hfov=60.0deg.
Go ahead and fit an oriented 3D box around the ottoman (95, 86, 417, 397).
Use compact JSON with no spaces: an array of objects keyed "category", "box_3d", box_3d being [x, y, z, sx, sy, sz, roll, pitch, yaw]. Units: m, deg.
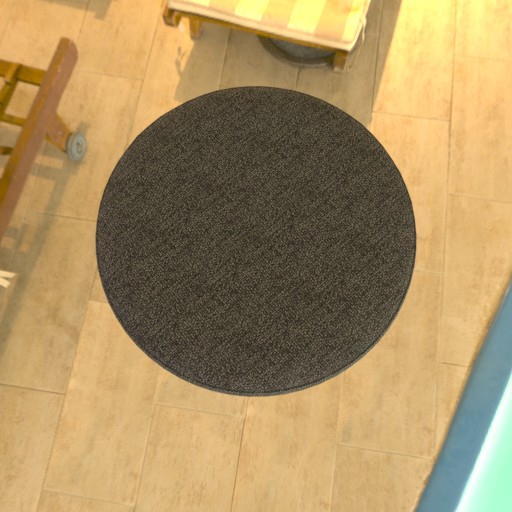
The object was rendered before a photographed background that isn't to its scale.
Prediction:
[{"category":"ottoman","box_3d":[0.000,0.000,0.890,0.520,0.430,0.520,0,76,0]}]
